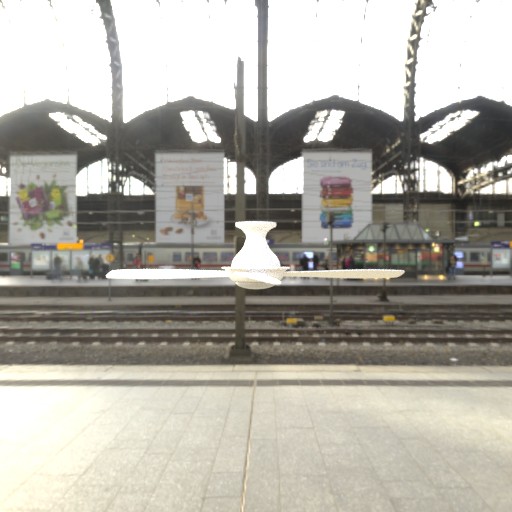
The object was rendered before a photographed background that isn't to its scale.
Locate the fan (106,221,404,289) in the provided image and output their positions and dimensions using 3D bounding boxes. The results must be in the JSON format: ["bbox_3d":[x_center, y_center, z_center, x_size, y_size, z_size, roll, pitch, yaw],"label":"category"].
[{"bbox_3d":[0.000,0.000,2.555,1.694,0.382,1.693,0,-1,-1],"label":"fan"}]
